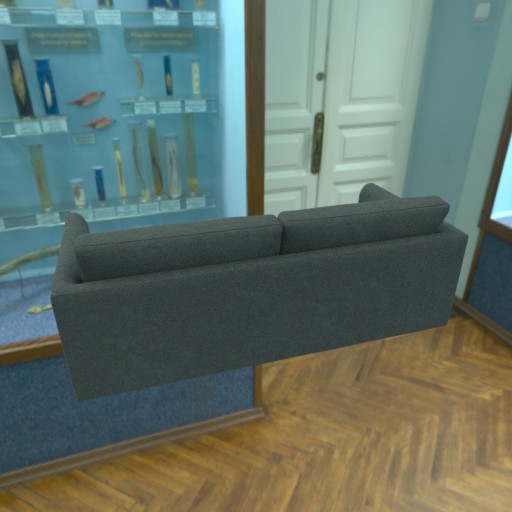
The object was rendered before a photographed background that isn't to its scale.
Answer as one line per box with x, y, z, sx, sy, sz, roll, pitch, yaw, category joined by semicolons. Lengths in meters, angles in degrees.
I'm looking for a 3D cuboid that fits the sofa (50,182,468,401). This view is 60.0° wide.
0.000;0.000;2.798;2.257;0.838;1.092;-8;28;-15;sofa
